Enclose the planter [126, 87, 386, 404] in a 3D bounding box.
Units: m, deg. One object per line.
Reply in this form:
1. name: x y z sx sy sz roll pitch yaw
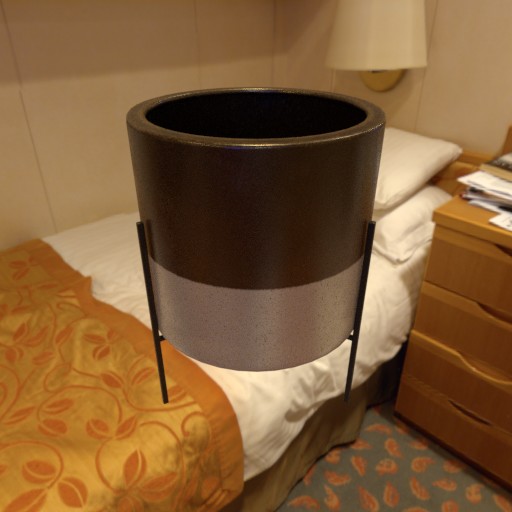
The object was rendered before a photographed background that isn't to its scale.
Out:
1. planter: 0.000 0.000 0.717 0.345 0.465 0.354 0 30 0
